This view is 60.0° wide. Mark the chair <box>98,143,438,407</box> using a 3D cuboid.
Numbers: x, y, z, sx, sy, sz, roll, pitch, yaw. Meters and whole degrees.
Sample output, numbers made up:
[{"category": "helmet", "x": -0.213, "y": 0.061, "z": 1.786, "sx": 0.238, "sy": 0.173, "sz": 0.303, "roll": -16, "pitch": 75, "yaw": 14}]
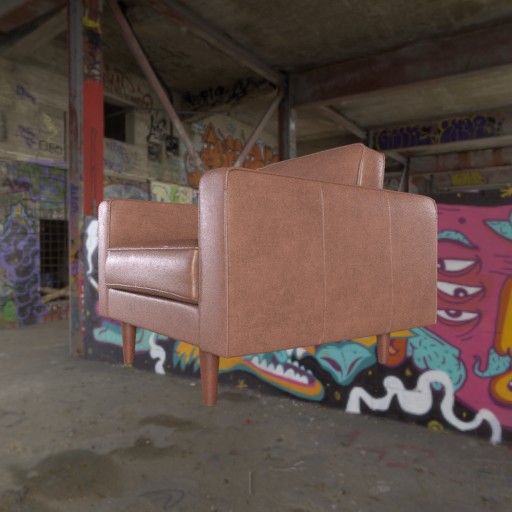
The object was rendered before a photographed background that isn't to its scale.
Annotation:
[{"category": "chair", "x": 0.000, "y": 0.000, "z": 1.578, "sx": 0.900, "sy": 0.770, "sz": 0.920, "roll": 0, "pitch": 1, "yaw": -37}]
